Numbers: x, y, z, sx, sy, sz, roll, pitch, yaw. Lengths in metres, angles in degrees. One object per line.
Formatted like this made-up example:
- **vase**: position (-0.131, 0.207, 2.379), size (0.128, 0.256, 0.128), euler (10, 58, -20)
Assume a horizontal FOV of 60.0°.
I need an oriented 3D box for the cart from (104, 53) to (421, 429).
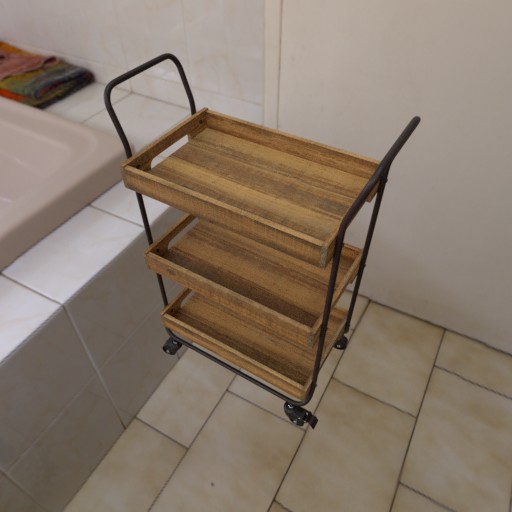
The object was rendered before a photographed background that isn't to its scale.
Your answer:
- **cart**: position (0.000, 0.000, 1.145), size (0.583, 0.857, 0.339), euler (23, 49, 22)
